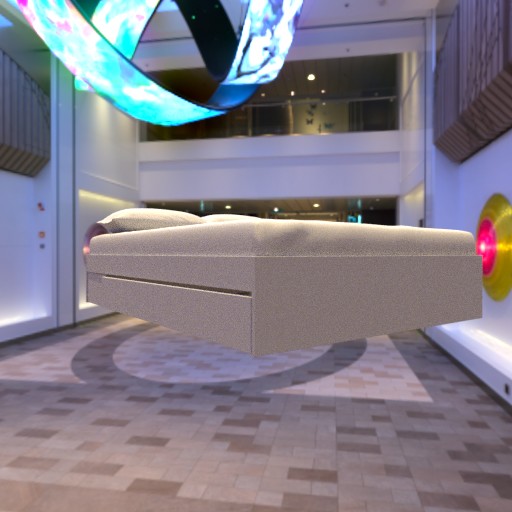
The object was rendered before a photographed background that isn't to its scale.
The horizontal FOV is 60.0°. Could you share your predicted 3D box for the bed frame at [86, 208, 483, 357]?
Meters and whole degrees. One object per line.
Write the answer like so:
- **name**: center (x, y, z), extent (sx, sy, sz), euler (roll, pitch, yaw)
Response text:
- **bed frame**: center (0.000, 0.000, 2.625), extent (1.450, 0.629, 1.950), euler (0, 0, -36)
